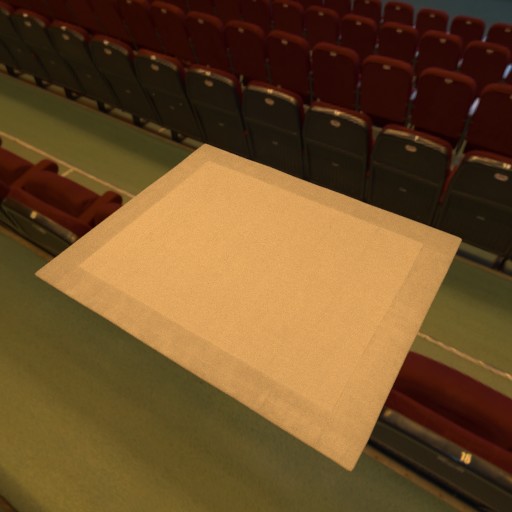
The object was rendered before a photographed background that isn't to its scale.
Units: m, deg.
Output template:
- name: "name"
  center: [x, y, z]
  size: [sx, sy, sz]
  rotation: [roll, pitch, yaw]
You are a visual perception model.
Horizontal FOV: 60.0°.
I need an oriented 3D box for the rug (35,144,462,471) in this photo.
- name: "rug"
  center: [0.000, 0.000, 3.947]
  size: [2.976, 0.018, 2.430]
  rotation: [25, 51, 22]
